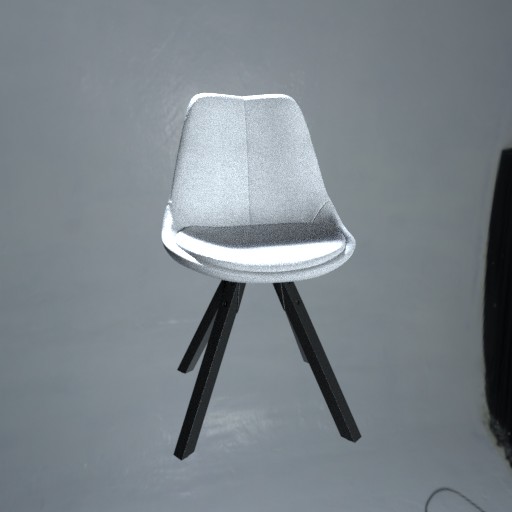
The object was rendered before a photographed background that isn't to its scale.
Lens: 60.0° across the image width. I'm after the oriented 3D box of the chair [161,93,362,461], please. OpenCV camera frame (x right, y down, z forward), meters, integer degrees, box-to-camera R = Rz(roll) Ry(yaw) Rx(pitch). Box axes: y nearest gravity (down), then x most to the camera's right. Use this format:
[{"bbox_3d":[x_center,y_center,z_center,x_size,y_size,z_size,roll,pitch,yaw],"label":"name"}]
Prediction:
[{"bbox_3d":[0.000,0.000,1.178,0.485,0.850,0.550,-2,16,-9],"label":"chair"}]
